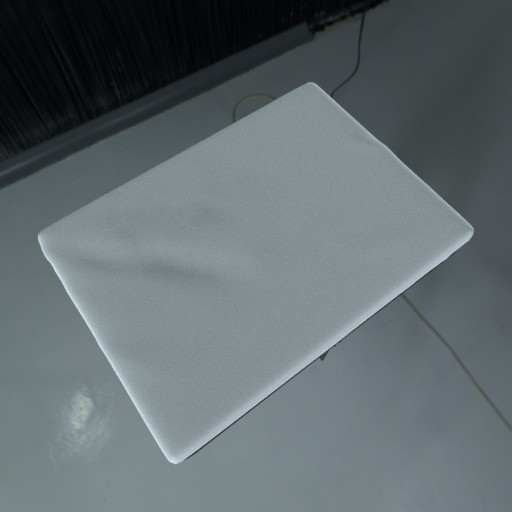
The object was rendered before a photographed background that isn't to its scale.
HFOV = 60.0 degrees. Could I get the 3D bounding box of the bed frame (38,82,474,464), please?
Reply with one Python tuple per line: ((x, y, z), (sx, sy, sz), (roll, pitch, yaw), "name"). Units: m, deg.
((0.000, 0.000, 2.561), (1.905, 0.637, 1.372), (-33, 68, -15), "bed frame")
